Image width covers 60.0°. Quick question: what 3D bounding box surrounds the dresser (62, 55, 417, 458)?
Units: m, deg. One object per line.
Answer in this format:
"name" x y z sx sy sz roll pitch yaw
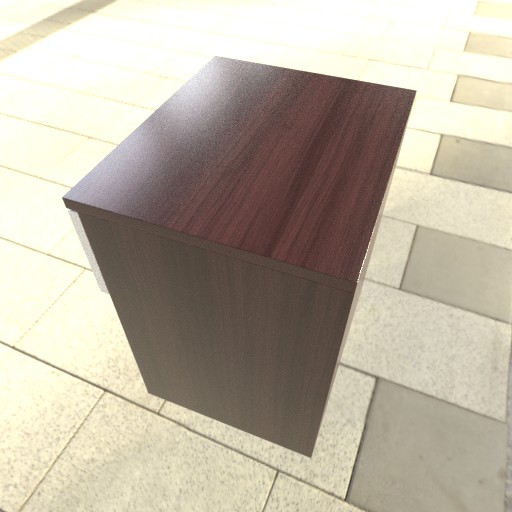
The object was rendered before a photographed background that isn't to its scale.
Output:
"dresser" 0.000 0.000 0.753 0.360 0.470 0.400 16 49 15
